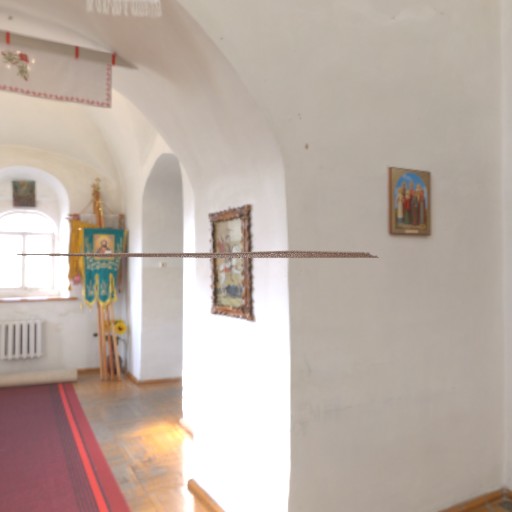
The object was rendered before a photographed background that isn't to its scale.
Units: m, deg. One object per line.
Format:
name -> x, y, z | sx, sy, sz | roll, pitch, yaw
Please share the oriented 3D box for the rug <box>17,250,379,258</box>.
rug -> 0.000, 0.000, 2.948 | 1.524, 0.015, 2.439 | 0, -1, 17
